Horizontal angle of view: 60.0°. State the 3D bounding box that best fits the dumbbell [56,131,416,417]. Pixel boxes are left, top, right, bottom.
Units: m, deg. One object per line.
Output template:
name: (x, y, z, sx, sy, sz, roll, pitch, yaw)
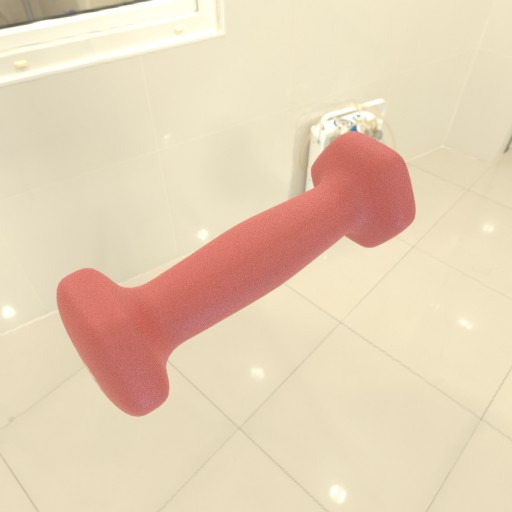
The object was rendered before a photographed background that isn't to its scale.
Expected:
dumbbell: (0.000, 0.000, 0.148, 0.123, 0.043, 0.047, -32, 54, -26)
